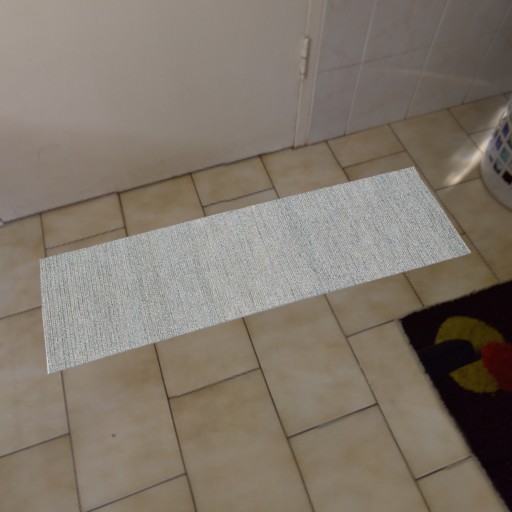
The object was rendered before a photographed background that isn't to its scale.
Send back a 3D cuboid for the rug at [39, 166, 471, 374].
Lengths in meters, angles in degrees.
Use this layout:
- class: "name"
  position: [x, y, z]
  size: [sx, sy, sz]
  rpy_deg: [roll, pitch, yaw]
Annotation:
- class: "rug"
  position: [0.000, 0.000, 2.491]
  size: [2.341, 0.037, 0.675]
  rpy_deg: [-15, 61, -9]
